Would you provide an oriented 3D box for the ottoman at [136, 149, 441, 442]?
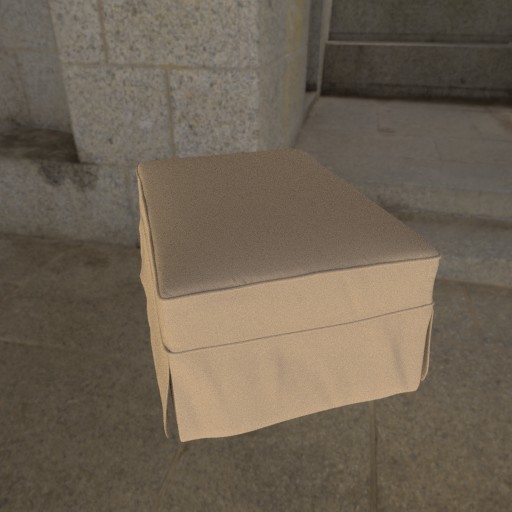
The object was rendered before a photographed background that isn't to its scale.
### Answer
[{"bbox_3d":[0.000,0.000,1.392,0.721,0.482,0.959,-8,30,-14],"label":"ottoman"}]
